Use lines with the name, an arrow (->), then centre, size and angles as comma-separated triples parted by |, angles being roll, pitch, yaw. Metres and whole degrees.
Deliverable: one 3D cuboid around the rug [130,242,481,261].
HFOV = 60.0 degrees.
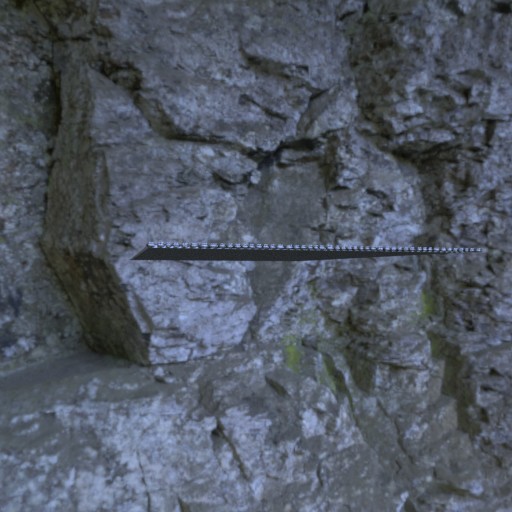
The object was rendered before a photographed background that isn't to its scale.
rug -> 0.000, 0.000, 3.044 | 1.613, 0.017, 2.312 | 1, -2, -18
